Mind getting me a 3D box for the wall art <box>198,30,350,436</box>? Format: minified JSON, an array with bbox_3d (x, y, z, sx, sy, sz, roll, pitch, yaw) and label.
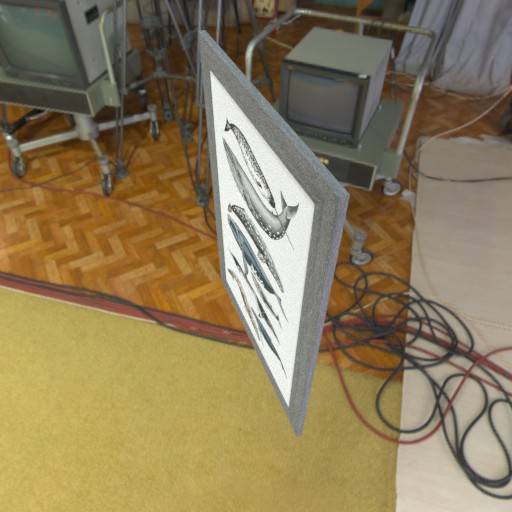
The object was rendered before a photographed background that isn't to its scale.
[{"bbox_3d":[0.000,0.000,1.379,0.020,1.070,0.768,-17,50,-15],"label":"wall art"}]
